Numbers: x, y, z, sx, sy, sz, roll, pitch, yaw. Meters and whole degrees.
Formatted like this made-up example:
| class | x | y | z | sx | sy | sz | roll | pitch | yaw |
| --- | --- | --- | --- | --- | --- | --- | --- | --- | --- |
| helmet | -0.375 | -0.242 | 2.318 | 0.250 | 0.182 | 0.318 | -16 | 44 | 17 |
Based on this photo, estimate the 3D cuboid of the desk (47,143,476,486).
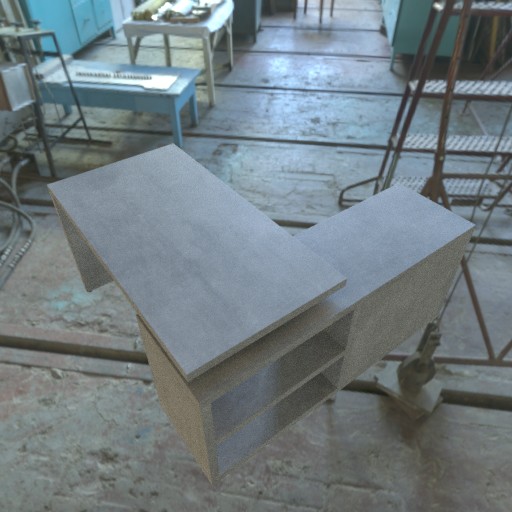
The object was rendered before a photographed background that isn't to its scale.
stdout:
| class | x | y | z | sx | sy | sz | roll | pitch | yaw |
| --- | --- | --- | --- | --- | --- | --- | --- | --- | --- |
| desk | 0.000 | 0.000 | 2.326 | 1.500 | 0.740 | 1.400 | -27 | 48 | -27 |
